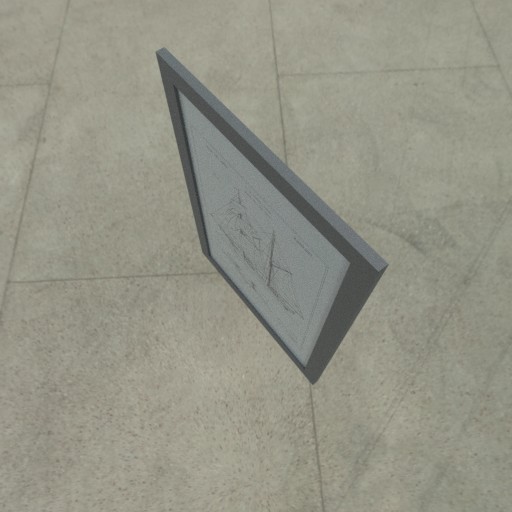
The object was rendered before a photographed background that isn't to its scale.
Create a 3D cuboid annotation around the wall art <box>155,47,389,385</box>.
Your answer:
[{"bbox_3d":[0.000,0.000,0.713,0.013,0.534,0.380,-35,68,-16],"label":"wall art"}]
